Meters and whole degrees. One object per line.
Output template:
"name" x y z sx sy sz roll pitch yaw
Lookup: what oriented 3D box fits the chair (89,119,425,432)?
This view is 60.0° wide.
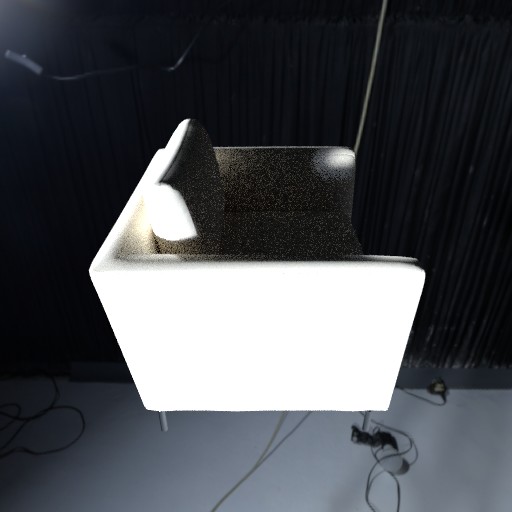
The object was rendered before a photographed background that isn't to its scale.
"chair" 0.000 0.000 1.693 0.889 0.865 1.041 0 32 0
